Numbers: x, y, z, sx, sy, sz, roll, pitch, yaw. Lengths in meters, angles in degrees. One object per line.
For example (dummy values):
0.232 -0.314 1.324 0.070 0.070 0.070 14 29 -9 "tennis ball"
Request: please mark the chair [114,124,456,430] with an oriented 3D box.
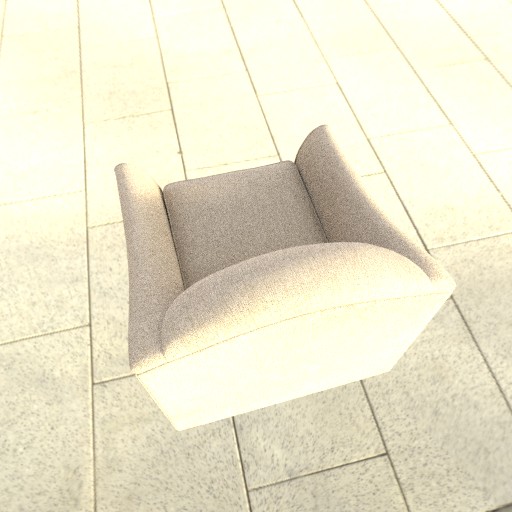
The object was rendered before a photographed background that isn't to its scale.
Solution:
0.000 0.000 1.412 0.763 0.839 0.787 -13 59 -8 "chair"
